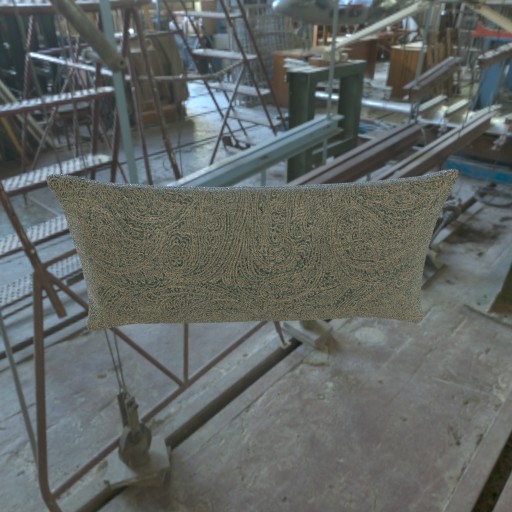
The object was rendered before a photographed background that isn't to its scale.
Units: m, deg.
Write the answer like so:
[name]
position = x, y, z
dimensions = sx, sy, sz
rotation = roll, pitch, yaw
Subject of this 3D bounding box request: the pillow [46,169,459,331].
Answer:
[pillow]
position = 0.000, 0.000, 0.736
dimensions = 0.615, 0.295, 0.151
rotation = -1, 31, -2
